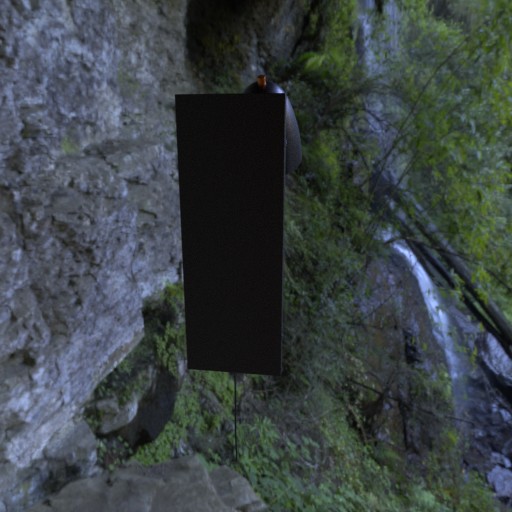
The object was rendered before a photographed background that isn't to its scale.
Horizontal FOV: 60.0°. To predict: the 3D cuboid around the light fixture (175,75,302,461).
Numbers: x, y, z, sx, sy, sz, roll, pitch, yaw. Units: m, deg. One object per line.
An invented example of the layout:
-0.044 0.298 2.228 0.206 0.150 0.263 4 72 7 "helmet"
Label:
0.000 0.000 0.914 0.162 0.715 0.499 2 16 8 "light fixture"
